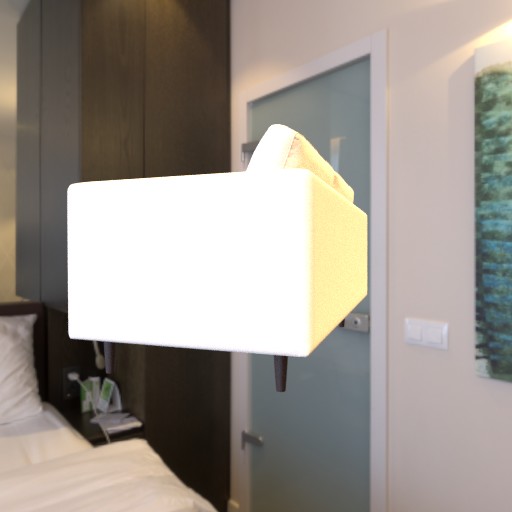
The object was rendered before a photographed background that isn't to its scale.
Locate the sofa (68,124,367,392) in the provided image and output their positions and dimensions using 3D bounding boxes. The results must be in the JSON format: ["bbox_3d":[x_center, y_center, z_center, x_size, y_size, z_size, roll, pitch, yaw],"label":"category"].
[{"bbox_3d":[0.000,0.000,2.230,0.940,0.893,1.713,0,0,19],"label":"sofa"}]
